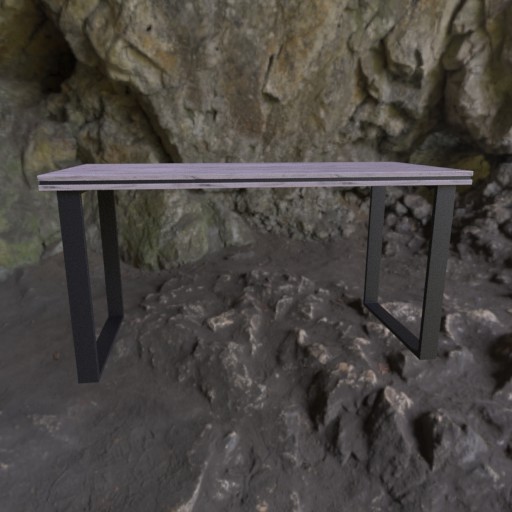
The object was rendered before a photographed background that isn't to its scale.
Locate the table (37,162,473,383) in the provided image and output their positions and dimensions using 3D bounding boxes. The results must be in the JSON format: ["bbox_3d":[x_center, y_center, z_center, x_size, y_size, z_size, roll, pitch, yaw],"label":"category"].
[{"bbox_3d":[0.000,0.000,2.285,1.778,0.899,0.795,-2,15,-7],"label":"table"}]
